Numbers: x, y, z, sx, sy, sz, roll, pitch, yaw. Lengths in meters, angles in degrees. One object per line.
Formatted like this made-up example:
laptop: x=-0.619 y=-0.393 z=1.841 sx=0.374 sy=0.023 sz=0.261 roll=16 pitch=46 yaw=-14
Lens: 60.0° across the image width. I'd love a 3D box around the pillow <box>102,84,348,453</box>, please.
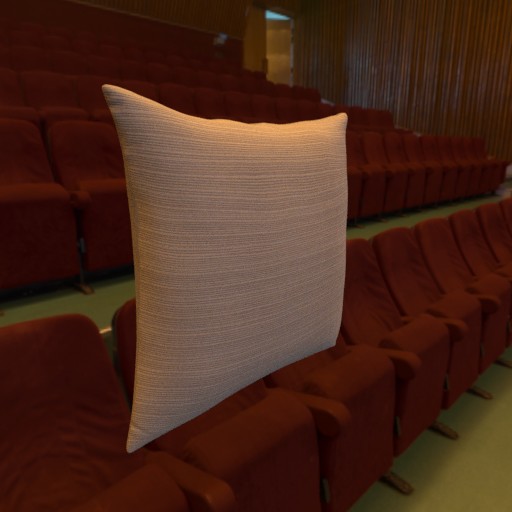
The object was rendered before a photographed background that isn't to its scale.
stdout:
pillow: x=0.000 y=0.000 z=0.746 sx=0.204 sy=0.497 sz=0.512 roll=13 pitch=19 yaw=43
